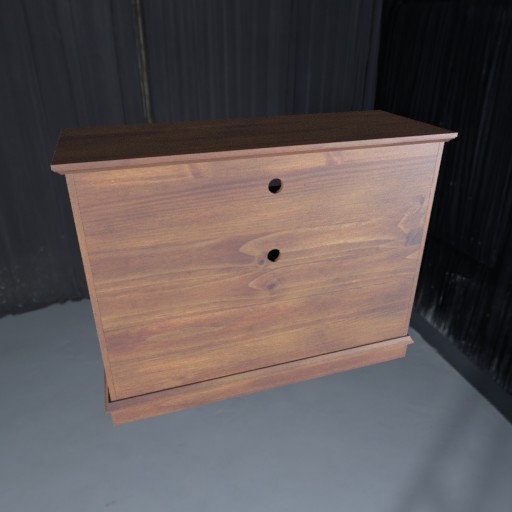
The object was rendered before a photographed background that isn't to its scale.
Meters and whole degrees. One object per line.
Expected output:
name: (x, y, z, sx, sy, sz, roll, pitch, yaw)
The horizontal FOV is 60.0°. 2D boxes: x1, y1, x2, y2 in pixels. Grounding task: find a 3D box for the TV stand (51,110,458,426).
TV stand: (0.000, 0.000, 1.463, 1.067, 0.813, 0.406, -9, 29, -16)
